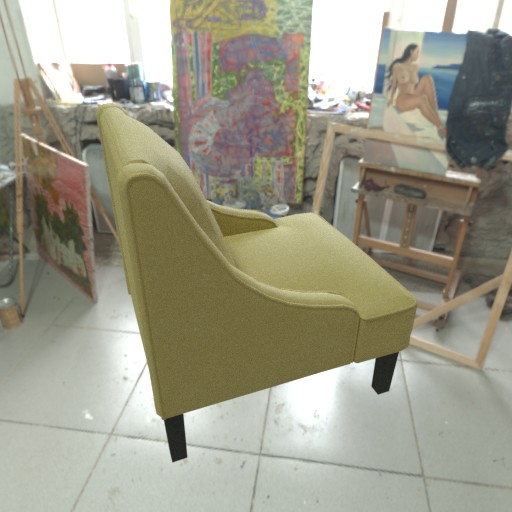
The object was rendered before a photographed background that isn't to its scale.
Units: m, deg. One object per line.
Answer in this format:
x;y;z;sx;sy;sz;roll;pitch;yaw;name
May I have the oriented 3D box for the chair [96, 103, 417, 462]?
0.000;0.000;1.451;0.814;0.896;0.696;-11;33;-18;chair
